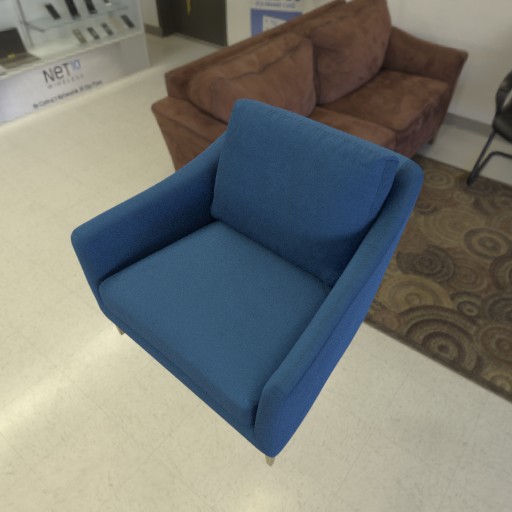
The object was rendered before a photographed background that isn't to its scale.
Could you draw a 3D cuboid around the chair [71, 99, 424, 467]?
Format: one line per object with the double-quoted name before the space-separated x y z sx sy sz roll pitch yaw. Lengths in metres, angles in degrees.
"chair" 0.000 0.000 1.698 0.987 0.899 0.961 31 52 28
